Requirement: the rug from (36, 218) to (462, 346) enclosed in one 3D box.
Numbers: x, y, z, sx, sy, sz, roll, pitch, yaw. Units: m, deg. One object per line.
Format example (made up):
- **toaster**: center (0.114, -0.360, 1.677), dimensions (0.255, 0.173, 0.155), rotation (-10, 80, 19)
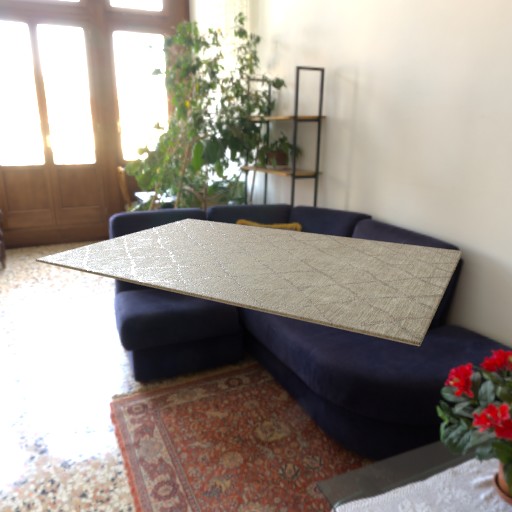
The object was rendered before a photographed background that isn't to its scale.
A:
- **rug**: center (0.000, 0.000, 2.840), dimensions (2.280, 0.015, 1.521), rotation (9, 18, 28)
